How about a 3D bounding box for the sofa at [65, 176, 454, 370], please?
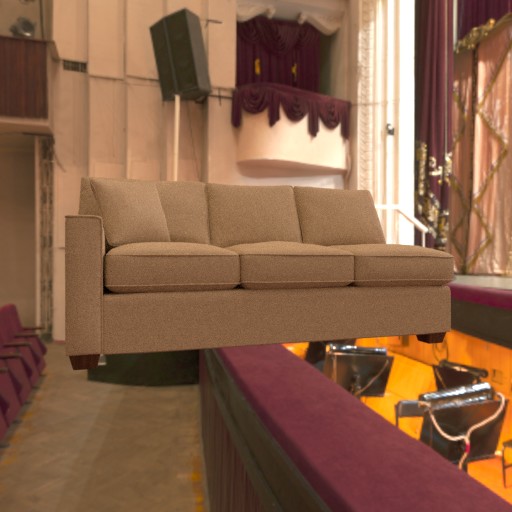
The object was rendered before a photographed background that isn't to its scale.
[{"bbox_3d":[0.000,0.000,2.561,1.962,0.946,1.034,0,0,-18],"label":"sofa"}]
